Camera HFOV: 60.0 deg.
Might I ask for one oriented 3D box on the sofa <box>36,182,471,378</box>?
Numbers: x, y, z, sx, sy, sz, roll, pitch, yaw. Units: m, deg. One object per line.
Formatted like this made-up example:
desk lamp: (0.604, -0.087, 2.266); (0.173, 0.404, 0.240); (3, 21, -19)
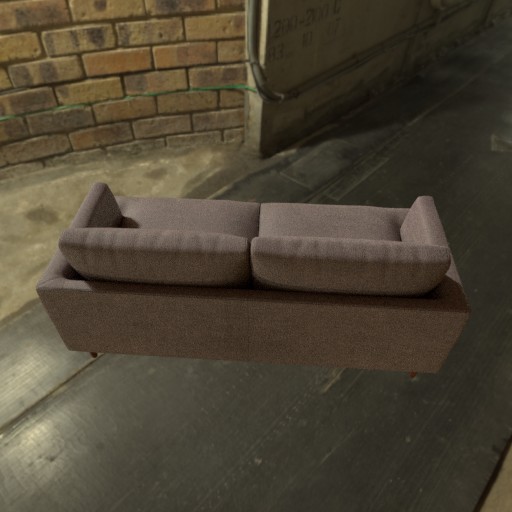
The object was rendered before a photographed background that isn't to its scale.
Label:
sofa: (0.000, 0.000, 2.448); (1.948, 0.868, 1.020); (3, 45, 3)
